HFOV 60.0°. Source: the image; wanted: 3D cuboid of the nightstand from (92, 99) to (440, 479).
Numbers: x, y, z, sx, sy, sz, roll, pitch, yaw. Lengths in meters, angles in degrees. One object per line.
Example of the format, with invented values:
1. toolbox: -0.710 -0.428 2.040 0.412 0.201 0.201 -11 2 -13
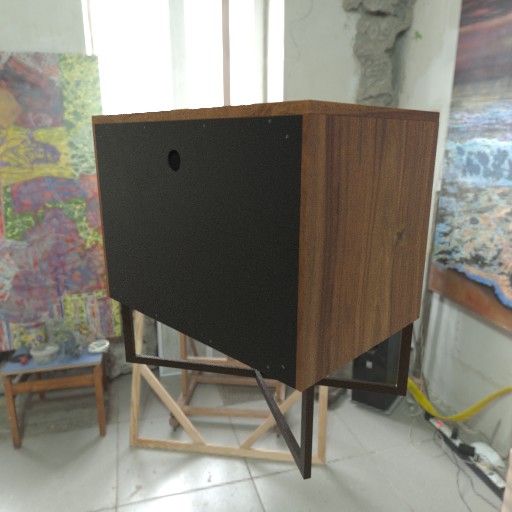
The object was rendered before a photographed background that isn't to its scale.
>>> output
1. nightstand: 0.000 0.000 1.008 0.613 0.615 0.427 14 20 43
